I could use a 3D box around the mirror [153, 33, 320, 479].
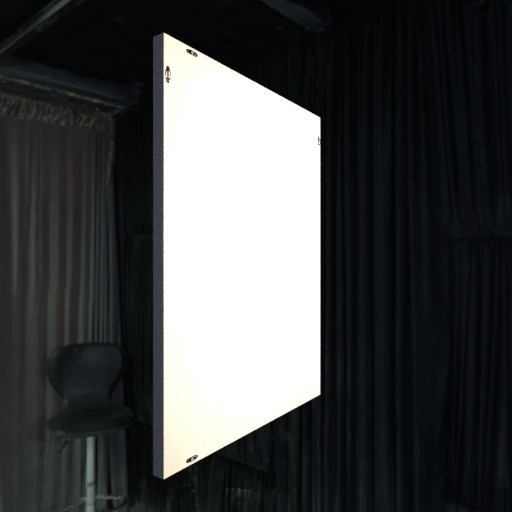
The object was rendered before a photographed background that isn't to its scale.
[{"bbox_3d":[0.000,0.000,1.326,0.040,1.016,0.762,0,0,36],"label":"mirror"}]
